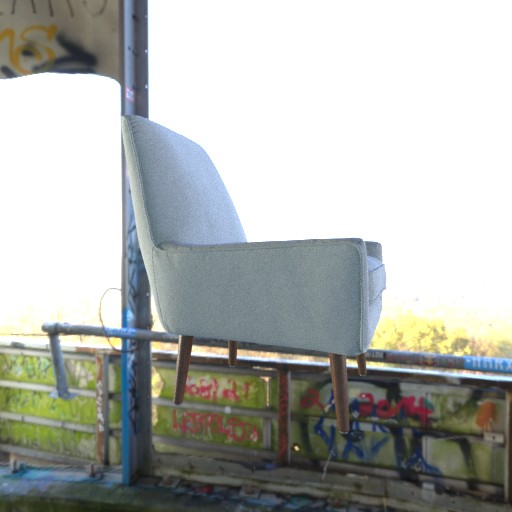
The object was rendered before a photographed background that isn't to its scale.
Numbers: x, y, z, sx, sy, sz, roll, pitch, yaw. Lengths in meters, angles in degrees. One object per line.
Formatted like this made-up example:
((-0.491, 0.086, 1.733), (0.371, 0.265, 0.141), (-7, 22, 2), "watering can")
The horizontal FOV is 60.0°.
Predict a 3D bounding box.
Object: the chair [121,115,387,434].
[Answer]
((0.000, 0.000, 1.478), (0.822, 0.888, 0.787), (0, 2, 19), "chair")
